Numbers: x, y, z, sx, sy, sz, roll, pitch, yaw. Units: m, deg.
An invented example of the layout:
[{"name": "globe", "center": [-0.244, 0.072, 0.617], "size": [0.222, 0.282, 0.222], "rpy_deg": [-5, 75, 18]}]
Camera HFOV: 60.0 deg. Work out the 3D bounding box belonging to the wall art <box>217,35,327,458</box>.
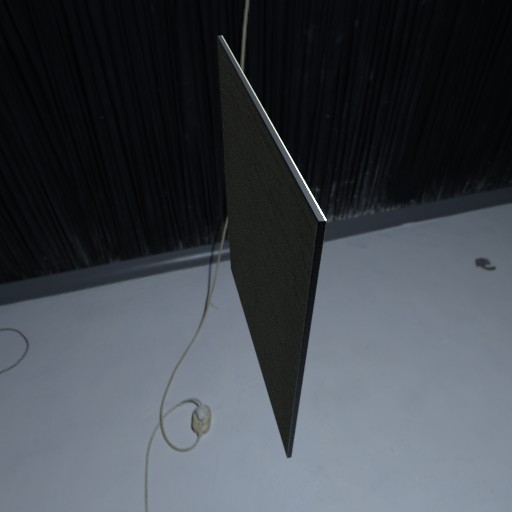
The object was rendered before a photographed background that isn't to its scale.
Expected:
[{"name": "wall art", "center": [0.000, 0.000, 0.762], "size": [0.009, 0.559, 0.483], "rpy_deg": [-10, 46, -10]}]
